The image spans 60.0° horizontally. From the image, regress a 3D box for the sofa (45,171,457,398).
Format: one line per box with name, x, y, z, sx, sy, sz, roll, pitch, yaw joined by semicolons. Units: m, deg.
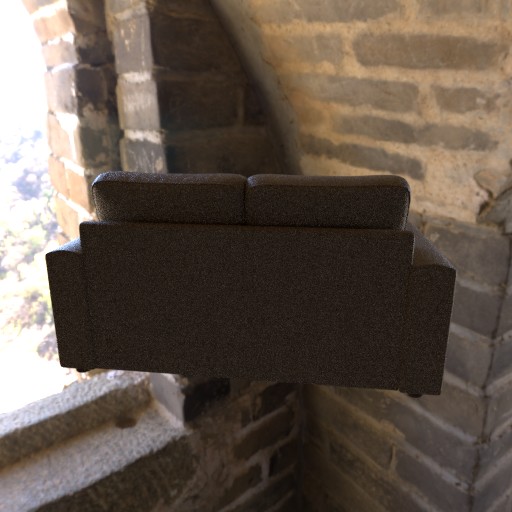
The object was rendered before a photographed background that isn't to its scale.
sofa;0.000;0.000;2.214;1.616;0.873;1.016;2;16;7
